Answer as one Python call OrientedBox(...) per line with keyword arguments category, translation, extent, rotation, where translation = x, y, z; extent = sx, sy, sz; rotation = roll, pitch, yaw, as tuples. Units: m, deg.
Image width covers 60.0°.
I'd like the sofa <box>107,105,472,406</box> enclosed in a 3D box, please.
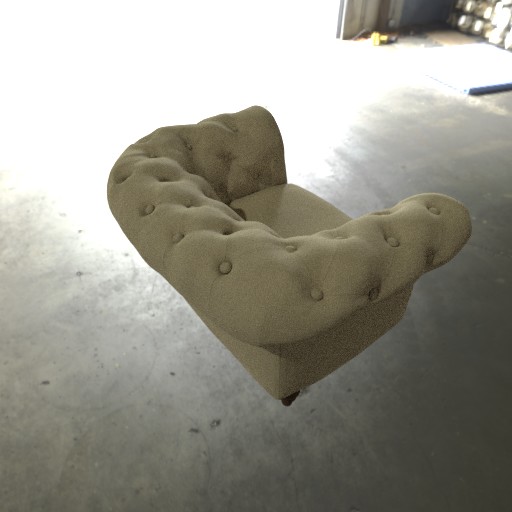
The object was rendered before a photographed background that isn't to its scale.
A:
OrientedBox(category="sofa", translation=(0.000, 0.000, 2.020), extent=(1.034, 0.878, 1.405), rotation=(-25, 46, -28))
